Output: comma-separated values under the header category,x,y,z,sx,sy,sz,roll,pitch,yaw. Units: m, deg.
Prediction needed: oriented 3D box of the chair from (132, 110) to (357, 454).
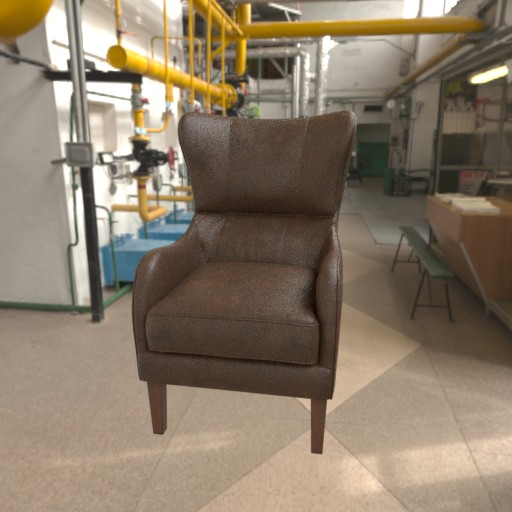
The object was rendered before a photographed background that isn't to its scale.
category,x,y,z,sx,sy,sz,roll,pitch,yaw
chair,0.000,0.000,1.642,0.692,1.048,0.914,3,15,10
